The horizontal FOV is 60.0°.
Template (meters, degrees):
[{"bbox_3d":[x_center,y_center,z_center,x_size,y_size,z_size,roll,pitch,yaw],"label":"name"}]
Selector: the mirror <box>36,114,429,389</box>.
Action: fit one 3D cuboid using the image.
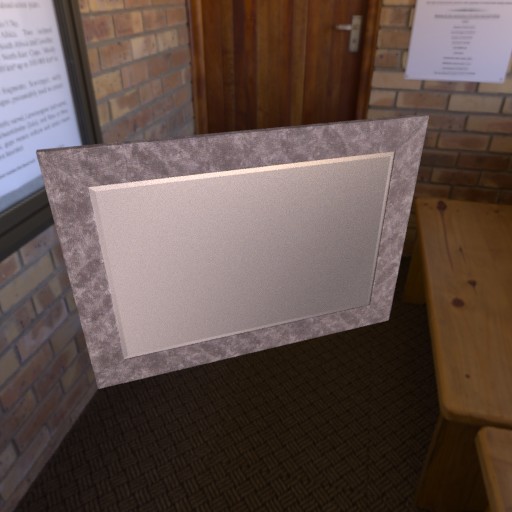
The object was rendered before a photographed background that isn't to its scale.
[{"bbox_3d":[0.000,0.000,1.409,1.101,0.795,0.022,-10,33,-16],"label":"mirror"}]
